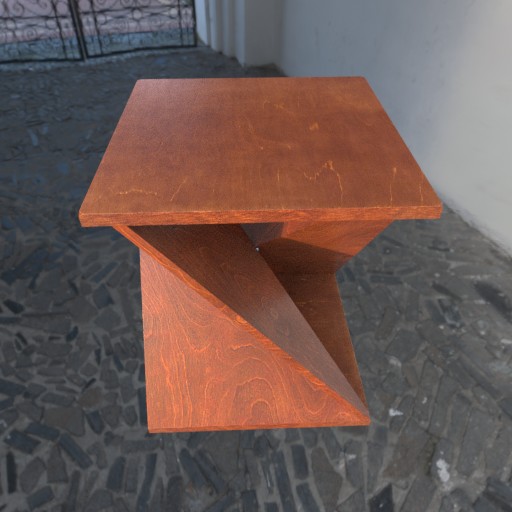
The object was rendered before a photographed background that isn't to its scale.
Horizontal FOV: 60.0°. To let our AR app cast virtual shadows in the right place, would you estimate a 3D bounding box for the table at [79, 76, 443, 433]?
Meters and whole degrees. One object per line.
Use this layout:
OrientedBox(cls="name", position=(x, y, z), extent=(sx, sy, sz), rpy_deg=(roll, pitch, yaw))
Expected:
OrientedBox(cls="table", position=(0.000, 0.000, 0.848), extent=(0.427, 0.520, 0.427), rpy_deg=(-1, 41, -2))
